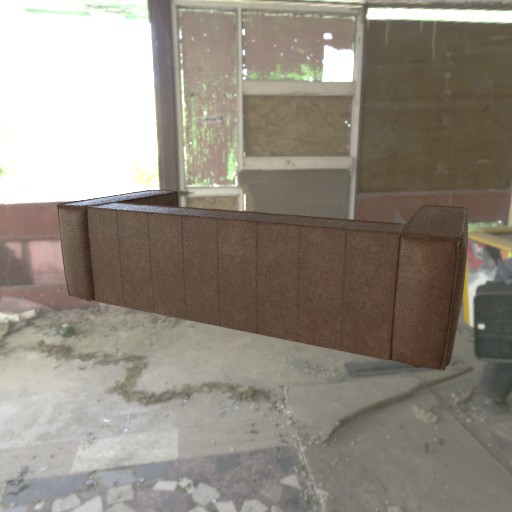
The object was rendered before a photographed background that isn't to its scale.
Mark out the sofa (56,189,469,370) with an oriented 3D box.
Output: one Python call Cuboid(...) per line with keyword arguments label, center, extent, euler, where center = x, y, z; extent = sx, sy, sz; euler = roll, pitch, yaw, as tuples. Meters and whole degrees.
Cuboid(label="sofa", center=(0.000, 0.000, 3.015), extent=(2.581, 0.701, 1.102), euler=(7, 16, 25))
